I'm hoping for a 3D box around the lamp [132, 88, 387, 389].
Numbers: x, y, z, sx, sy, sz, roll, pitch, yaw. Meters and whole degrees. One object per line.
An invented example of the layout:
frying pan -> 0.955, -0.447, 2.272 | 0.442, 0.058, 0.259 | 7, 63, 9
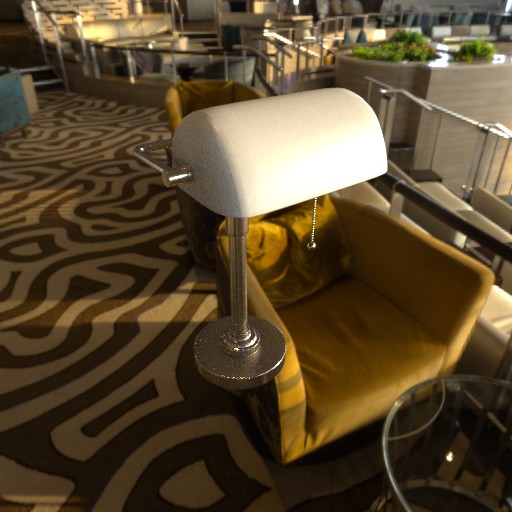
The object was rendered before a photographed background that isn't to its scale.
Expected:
lamp -> 0.000, 0.000, 0.567 | 0.269, 0.404, 0.227 | -21, 37, -31
